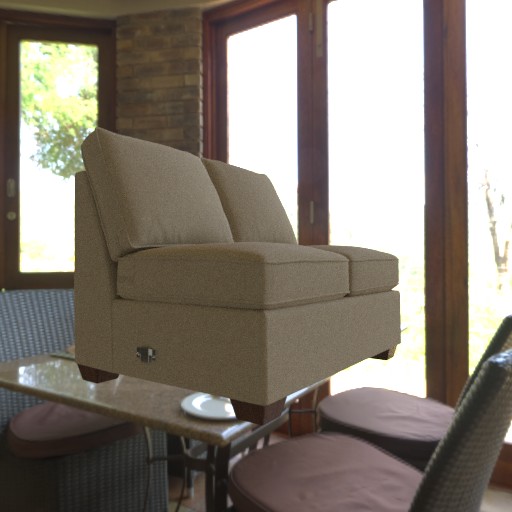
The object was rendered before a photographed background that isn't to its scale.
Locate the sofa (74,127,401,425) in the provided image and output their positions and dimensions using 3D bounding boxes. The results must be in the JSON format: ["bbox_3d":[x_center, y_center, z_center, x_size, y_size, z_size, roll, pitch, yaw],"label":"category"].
[{"bbox_3d":[0.000,0.000,2.010,0.951,1.008,1.237,-1,-1,36],"label":"sofa"}]
